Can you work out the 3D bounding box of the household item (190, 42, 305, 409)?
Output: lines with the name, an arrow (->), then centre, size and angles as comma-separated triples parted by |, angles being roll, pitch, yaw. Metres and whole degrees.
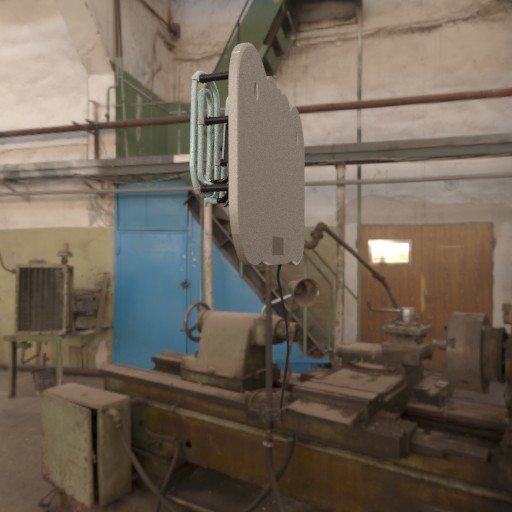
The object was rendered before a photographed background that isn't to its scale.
household item -> 0.000, 0.000, 0.384 | 0.042, 0.294, 0.211 | 0, 0, 18
